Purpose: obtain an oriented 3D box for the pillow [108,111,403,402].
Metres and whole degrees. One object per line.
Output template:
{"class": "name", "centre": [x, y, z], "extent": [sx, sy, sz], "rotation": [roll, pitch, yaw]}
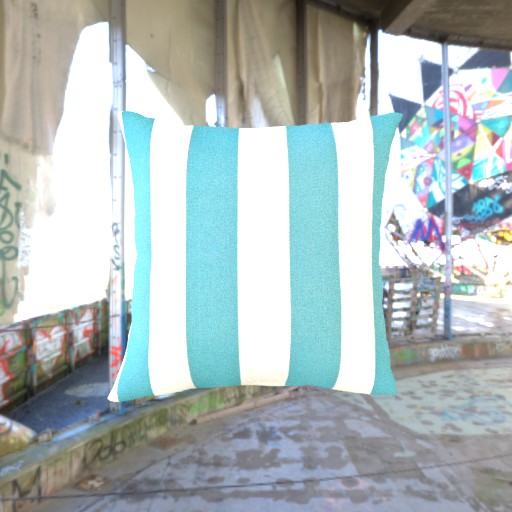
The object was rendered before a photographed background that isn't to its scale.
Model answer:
{"class": "pillow", "centre": [0.000, 0.000, 0.813], "extent": [0.536, 0.526, 0.189], "rotation": [0, 0, -1]}
